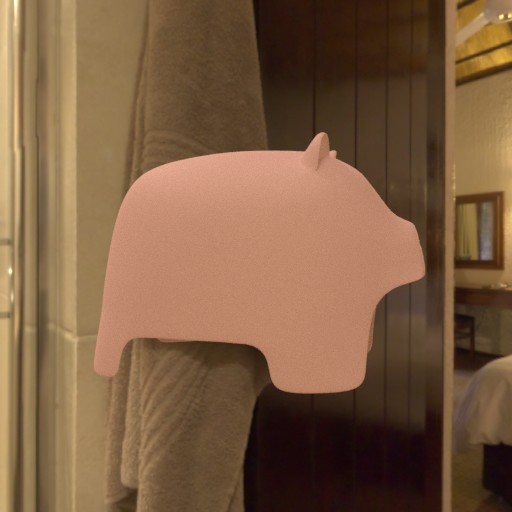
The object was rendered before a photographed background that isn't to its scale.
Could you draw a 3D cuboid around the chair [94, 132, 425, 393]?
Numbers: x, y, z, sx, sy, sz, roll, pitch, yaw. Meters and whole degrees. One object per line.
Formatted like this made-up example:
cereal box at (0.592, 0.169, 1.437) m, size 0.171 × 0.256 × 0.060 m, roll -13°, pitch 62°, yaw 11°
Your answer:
chair at (0.000, 0.000, 0.870) m, size 0.619 × 0.423 × 0.364 m, roll 0°, pitch 0°, yaw 17°
